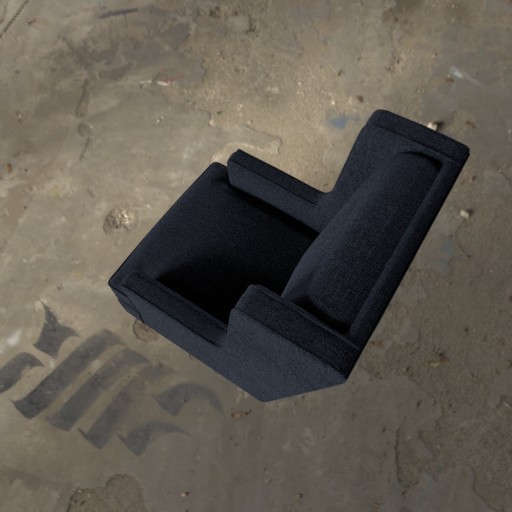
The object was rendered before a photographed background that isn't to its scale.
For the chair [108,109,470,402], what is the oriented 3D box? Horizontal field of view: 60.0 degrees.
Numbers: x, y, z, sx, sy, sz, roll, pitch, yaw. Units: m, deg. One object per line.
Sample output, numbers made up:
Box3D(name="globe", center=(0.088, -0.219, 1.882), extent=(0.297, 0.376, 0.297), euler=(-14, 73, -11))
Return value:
Box3D(name="chair", center=(0.000, 0.000, 1.661), extent=(0.947, 1.072, 0.764), euler=(30, 66, 15))
